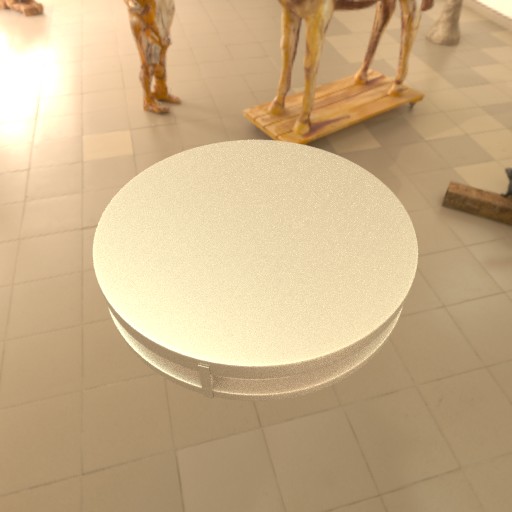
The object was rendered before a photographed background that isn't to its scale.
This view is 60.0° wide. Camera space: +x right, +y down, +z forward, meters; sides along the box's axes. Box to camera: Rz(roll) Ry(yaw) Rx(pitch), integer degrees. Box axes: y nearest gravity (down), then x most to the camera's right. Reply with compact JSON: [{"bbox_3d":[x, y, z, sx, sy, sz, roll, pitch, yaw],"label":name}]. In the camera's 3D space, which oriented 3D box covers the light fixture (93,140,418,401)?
[{"bbox_3d":[0.000,0.000,0.533,0.356,0.102,0.356,0,46,0],"label":"light fixture"}]
